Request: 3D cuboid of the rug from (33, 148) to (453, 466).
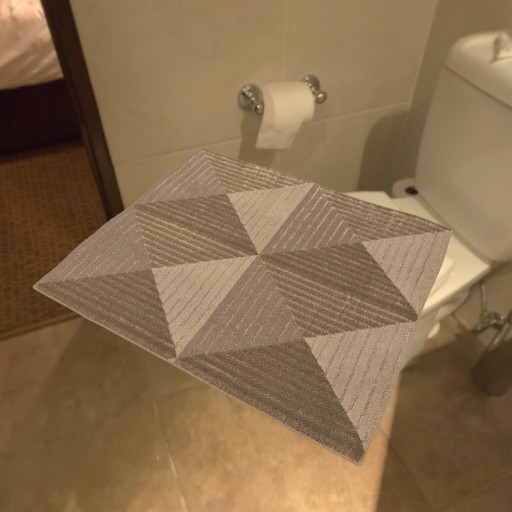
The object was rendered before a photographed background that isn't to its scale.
[{"bbox_3d":[0.000,0.000,0.865,0.642,0.008,0.551,22,49,20],"label":"rug"}]
